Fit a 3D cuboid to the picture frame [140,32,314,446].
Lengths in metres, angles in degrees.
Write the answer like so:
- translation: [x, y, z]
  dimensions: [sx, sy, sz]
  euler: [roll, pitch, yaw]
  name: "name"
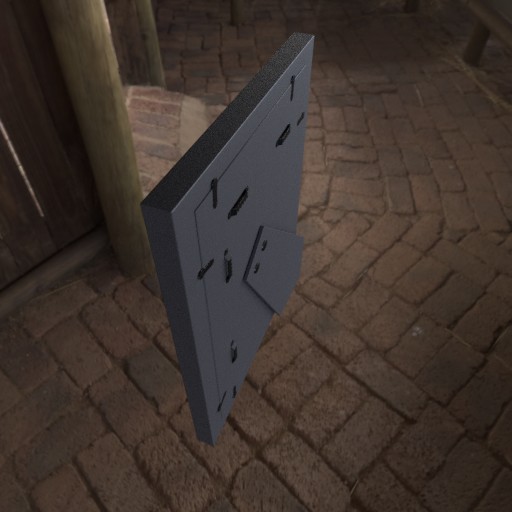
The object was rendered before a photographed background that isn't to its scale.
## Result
- translation: [0.000, 0.000, 0.511]
  dimensions: [0.036, 0.383, 0.307]
  euler: [16, 49, 15]
  name: "picture frame"
